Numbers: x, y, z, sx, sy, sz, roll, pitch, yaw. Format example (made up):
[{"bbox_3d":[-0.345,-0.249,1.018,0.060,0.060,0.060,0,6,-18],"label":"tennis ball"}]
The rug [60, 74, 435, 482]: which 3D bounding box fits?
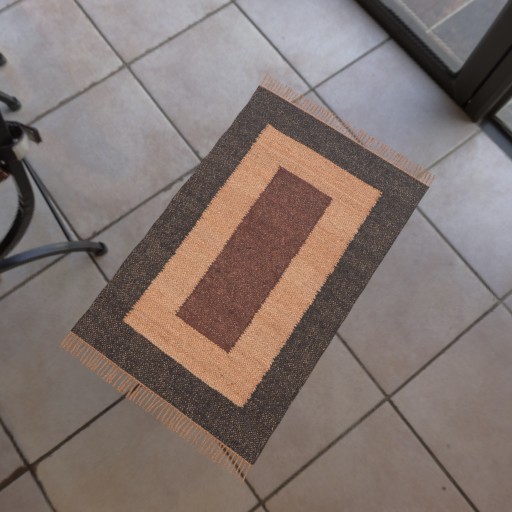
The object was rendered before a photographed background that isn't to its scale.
[{"bbox_3d":[0.000,0.000,1.895,0.920,0.013,1.541,34,79,8],"label":"rug"}]
